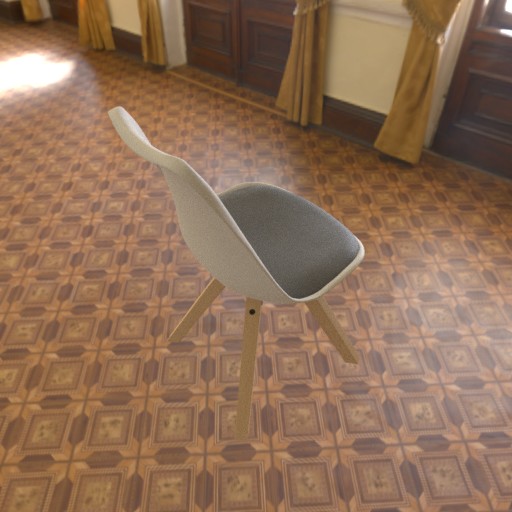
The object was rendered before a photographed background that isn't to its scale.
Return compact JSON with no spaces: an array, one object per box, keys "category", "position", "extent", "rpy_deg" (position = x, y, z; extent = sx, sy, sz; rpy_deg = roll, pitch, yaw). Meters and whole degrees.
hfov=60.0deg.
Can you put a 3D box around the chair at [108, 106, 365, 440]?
[{"category":"chair","position":[0.000,0.000,1.174],"extent":[0.550,0.850,0.485],"rpy_deg":[-25,48,-25]}]
